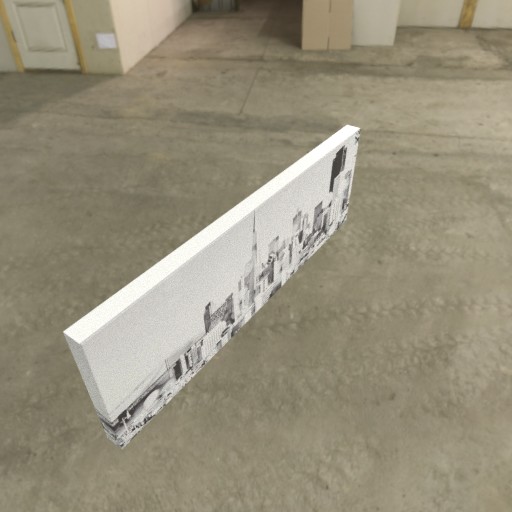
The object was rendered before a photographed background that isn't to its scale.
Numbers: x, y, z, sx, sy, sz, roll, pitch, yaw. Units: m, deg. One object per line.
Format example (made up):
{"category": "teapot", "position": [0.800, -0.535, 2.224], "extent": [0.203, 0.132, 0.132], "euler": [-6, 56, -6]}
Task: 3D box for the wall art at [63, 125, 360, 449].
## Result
{"category": "wall art", "position": [0.000, 0.000, 0.859], "extent": [0.036, 0.256, 0.766], "euler": [25, 46, 27]}
